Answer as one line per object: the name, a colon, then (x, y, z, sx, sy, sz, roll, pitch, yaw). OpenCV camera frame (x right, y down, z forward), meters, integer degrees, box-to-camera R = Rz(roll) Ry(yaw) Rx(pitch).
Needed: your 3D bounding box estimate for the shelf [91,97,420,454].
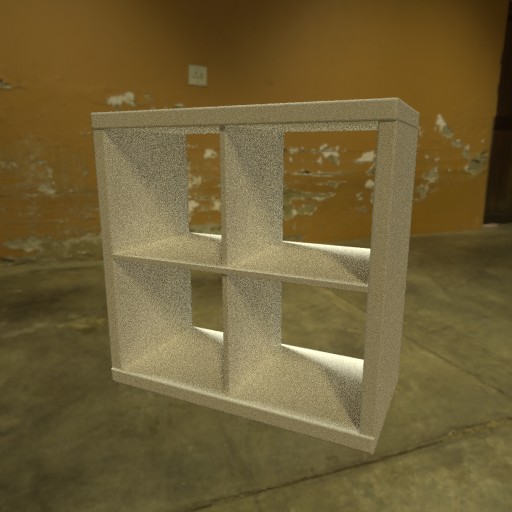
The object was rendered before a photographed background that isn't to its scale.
shelf: (0.000, 0.000, 1.276, 0.790, 0.786, 0.390, 6, 15, 25)
